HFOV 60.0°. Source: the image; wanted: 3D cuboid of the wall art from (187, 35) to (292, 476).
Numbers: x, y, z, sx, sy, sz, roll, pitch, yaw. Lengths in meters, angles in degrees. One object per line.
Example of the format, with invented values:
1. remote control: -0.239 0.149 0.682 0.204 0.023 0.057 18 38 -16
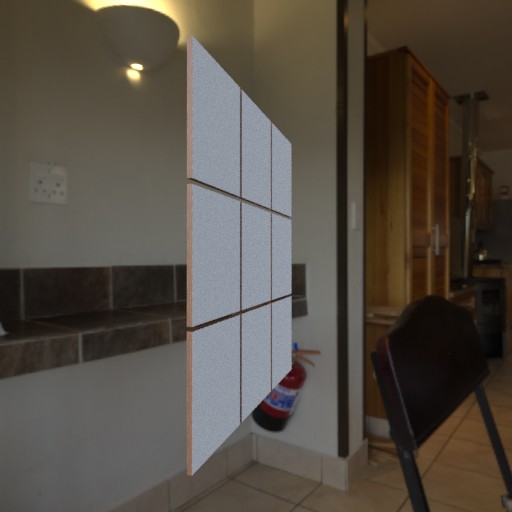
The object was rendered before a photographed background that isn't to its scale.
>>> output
1. wall art: 0.000 0.000 1.854 0.017 1.246 1.256 0 0 17
